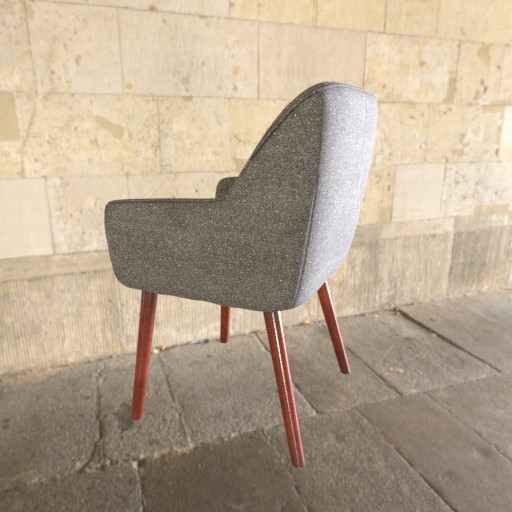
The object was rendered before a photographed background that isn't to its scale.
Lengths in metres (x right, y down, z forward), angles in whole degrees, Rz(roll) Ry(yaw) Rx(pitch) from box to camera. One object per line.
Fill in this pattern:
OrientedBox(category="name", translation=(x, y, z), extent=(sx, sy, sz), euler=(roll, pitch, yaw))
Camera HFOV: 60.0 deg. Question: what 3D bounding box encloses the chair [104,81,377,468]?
OrientedBox(category="chair", translation=(0.000, 0.000, 1.149), extent=(0.519, 0.803, 0.543), euler=(7, 18, 24))
